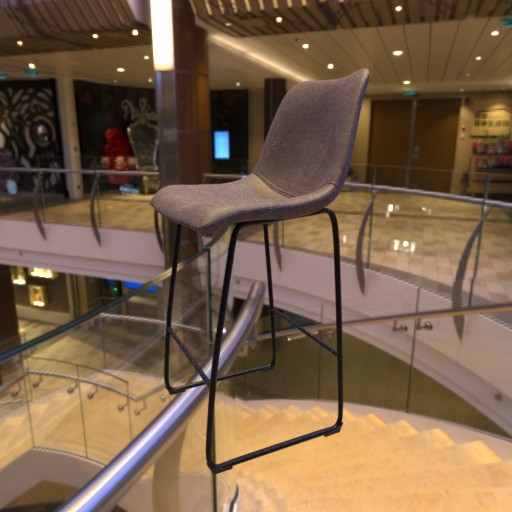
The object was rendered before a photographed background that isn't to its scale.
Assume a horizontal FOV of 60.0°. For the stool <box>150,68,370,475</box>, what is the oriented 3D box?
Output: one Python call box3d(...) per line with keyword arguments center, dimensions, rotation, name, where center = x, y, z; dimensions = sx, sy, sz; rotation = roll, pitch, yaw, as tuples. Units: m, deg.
box3d(center=(0.000, 0.000, 1.384), dimensions=(0.561, 1.082, 0.514), rotation=(-7, 16, -25), name="stool")
